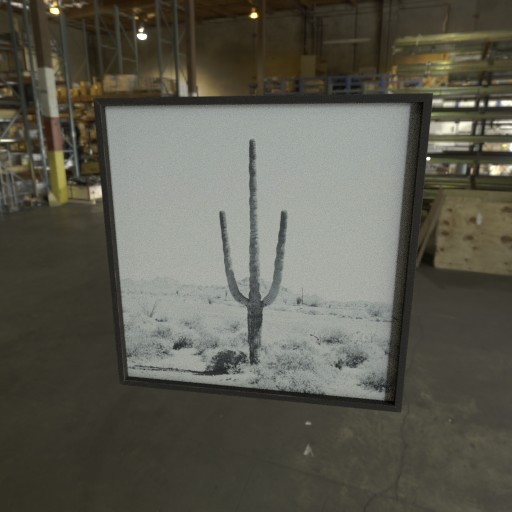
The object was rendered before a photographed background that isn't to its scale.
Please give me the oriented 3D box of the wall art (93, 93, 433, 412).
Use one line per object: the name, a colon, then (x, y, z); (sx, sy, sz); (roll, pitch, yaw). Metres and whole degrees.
wall art: (0.000, 0.000, 0.451); (0.305, 0.305, 0.038); (3, 16, 9)
